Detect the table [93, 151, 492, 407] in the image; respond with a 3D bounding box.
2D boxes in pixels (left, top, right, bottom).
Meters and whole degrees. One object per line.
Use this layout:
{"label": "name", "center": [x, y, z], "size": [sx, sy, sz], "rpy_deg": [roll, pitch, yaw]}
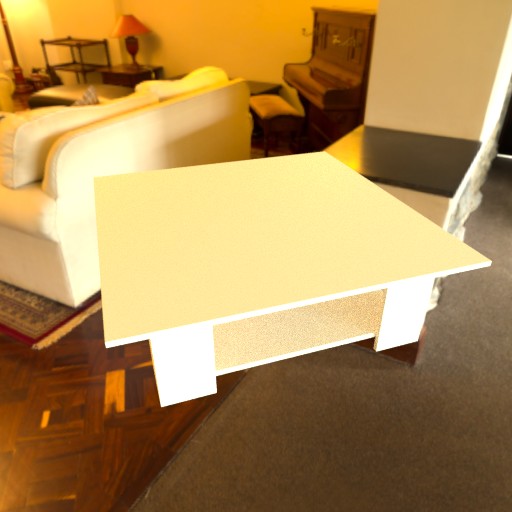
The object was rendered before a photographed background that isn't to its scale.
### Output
{"label": "table", "center": [0.000, 0.000, 1.377], "size": [0.890, 0.305, 0.890], "rpy_deg": [-10, 32, -16]}
